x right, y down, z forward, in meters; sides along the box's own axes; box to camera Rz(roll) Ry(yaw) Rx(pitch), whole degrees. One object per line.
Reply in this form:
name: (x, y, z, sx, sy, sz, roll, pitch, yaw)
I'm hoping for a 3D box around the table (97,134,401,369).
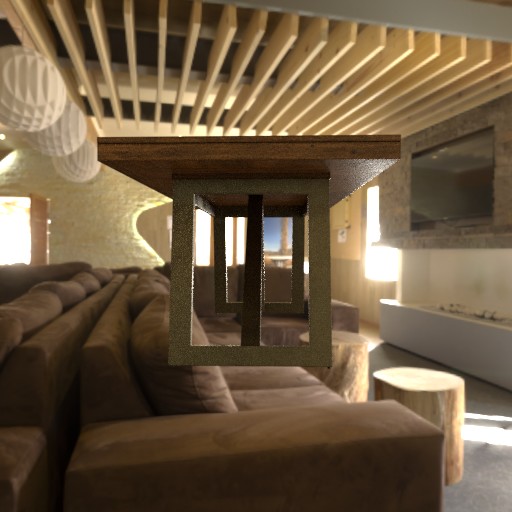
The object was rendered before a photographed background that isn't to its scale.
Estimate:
table: (0.000, 0.000, 2.181, 0.931, 0.757, 1.641, 0, 1, 2)
